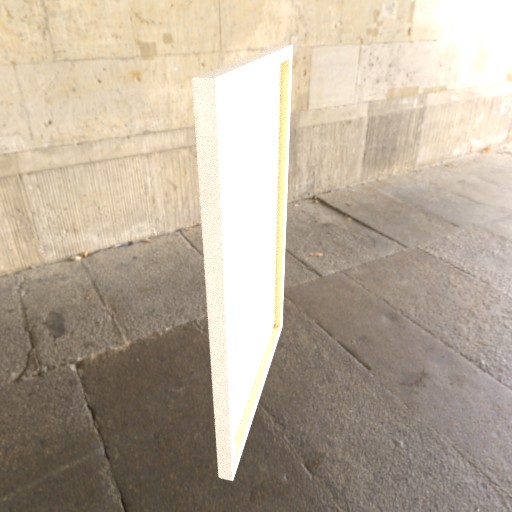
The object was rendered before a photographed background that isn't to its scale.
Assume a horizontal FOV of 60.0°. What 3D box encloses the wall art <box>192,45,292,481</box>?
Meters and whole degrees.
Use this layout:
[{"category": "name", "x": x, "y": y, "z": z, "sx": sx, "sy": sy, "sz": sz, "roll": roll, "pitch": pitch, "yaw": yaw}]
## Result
[{"category": "wall art", "x": 0.000, "y": 0.000, "z": 1.107, "sx": 0.038, "sy": 0.912, "sz": 0.607, "roll": 7, "pitch": 30, "yaw": 12}]
